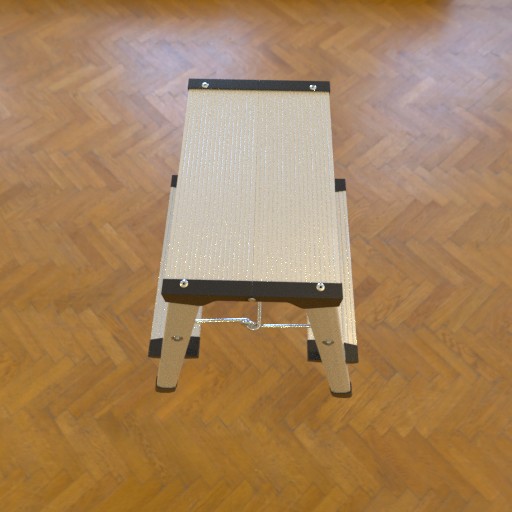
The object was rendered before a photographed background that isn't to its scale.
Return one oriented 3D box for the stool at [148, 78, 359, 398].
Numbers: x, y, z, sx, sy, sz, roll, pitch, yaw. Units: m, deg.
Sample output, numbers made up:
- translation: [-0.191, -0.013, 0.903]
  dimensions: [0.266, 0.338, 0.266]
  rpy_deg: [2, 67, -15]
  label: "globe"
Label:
- translation: [0.000, 0.000, 0.780]
  dimensions: [0.405, 0.480, 0.404]
  rpy_deg: [1, 64, 1]
  label: "stool"
